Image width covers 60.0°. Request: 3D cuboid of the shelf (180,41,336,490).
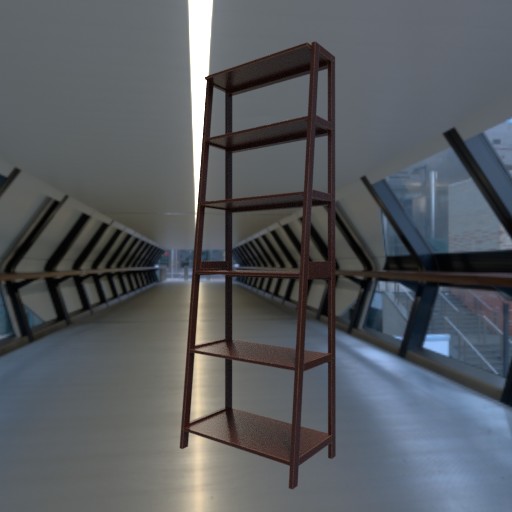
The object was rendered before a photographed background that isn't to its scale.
[{"bbox_3d":[0.000,0.000,2.144,0.660,1.892,0.381,0,0,37],"label":"shelf"}]
